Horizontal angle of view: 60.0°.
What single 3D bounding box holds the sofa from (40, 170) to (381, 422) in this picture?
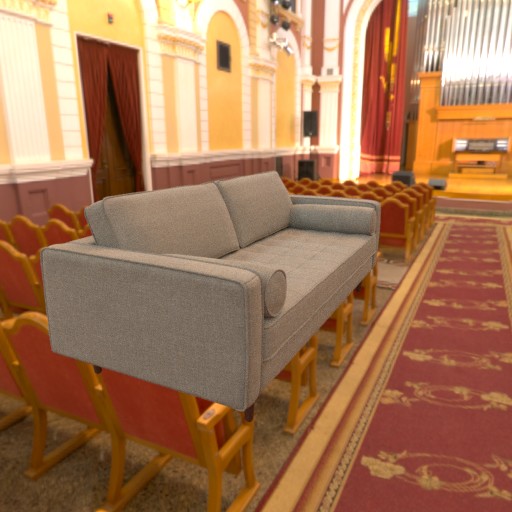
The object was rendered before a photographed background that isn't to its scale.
[{"bbox_3d":[0.000,0.000,2.305,0.914,0.762,1.879,8,17,26],"label":"sofa"}]
